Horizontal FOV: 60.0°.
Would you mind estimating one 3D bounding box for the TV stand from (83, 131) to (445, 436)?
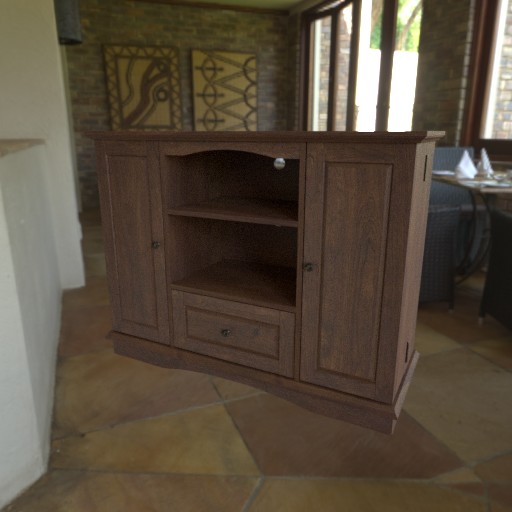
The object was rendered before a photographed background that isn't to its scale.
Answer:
[{"bbox_3d":[0.000,0.000,1.500,1.067,0.813,0.406,8,17,26],"label":"TV stand"}]
